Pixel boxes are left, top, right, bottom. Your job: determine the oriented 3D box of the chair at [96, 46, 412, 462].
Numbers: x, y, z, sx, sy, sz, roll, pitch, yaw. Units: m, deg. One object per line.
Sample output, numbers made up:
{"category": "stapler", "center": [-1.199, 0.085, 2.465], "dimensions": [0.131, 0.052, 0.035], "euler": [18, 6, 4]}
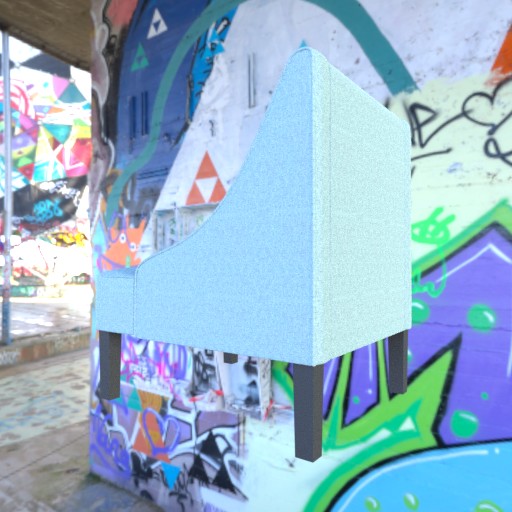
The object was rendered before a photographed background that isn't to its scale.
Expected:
{"category": "chair", "center": [0.000, 0.000, 1.819], "dimensions": [1.025, 1.133, 0.857], "euler": [0, -1, 36]}
